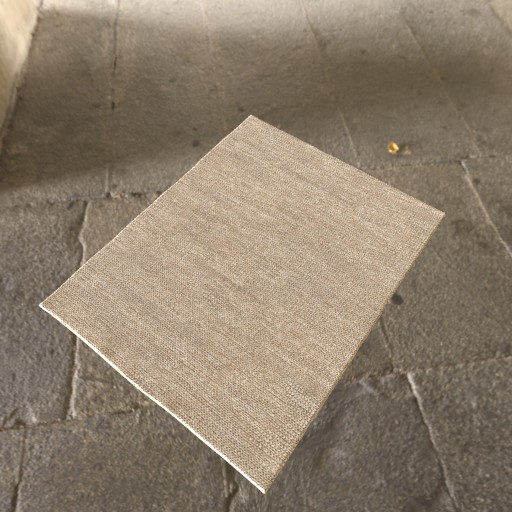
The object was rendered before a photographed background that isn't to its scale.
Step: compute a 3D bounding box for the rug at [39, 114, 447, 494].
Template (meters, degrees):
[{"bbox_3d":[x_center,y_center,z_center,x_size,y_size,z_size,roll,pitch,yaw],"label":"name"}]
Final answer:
[{"bbox_3d":[0.000,0.000,4.103,2.429,0.030,3.052,32,63,19],"label":"rug"}]
